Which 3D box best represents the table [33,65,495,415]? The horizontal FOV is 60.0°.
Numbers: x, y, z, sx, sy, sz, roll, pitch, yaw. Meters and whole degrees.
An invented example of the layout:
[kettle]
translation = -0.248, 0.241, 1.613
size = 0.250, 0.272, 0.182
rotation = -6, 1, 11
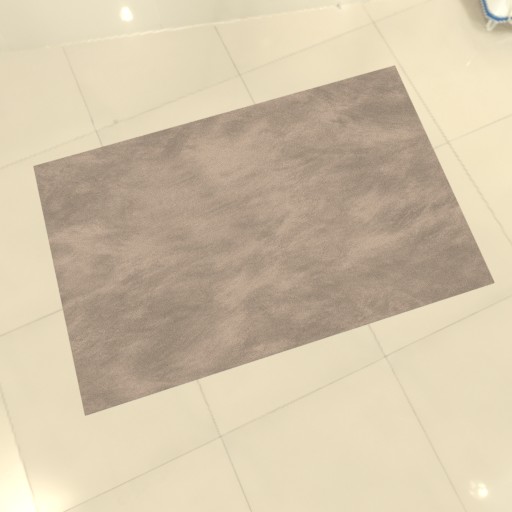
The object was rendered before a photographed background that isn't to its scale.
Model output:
[table]
translation = 0.000, 0.000, 1.564
size = 1.100, 0.734, 0.700
rotation = -17, 76, -4
